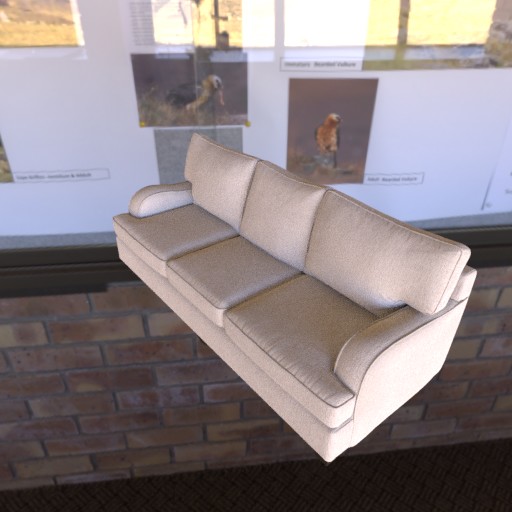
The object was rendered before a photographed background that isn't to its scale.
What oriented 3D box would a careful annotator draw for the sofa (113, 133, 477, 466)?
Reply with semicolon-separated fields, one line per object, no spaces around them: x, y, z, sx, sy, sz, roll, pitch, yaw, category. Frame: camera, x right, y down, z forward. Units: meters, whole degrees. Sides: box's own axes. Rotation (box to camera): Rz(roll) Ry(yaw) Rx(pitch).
0.000;0.000;2.837;1.016;0.991;2.323;-22;38;-32;sofa
